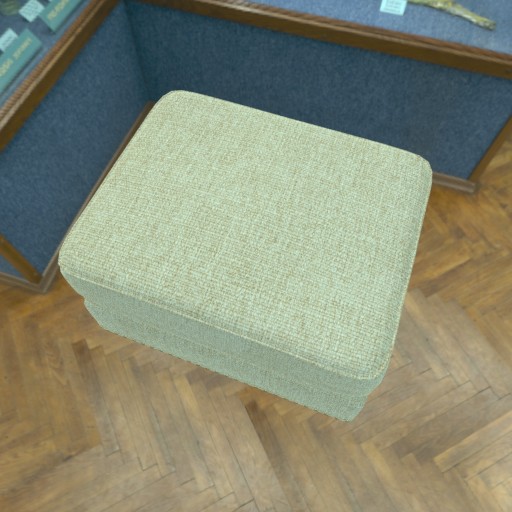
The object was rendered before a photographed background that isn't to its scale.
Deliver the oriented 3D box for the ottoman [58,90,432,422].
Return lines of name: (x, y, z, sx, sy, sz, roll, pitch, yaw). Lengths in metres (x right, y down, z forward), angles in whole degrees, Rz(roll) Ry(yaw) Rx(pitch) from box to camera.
ottoman: (0.000, 0.000, 1.160, 0.738, 0.537, 0.589, 18, 64, 10)
